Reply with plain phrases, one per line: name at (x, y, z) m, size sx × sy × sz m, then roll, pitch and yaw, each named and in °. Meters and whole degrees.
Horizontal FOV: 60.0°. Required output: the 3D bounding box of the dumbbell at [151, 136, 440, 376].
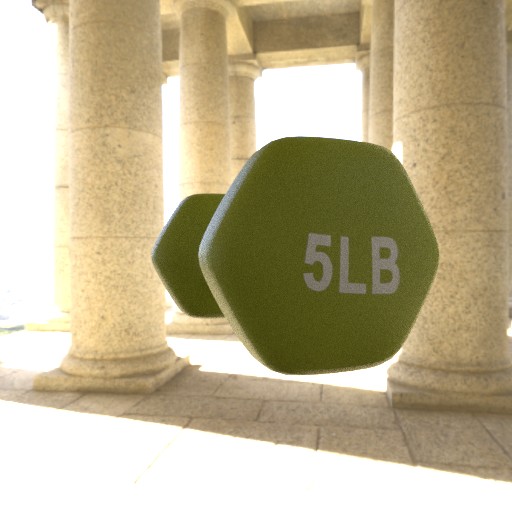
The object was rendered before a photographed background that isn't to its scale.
dumbbell at (0.000, 0.000, 0.201) m, size 0.080 × 0.072 × 0.164 m, roll 0°, pitch 0°, yaw -19°
